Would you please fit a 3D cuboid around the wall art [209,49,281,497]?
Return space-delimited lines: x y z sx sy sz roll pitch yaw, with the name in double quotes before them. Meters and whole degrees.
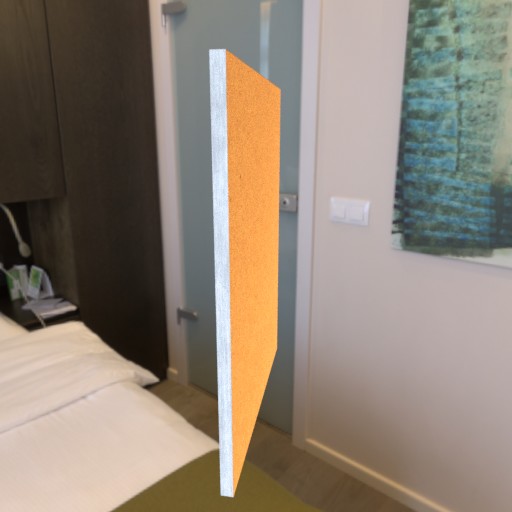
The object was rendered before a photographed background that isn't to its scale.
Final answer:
"wall art" 0.000 0.000 0.807 0.020 0.613 0.481 3 16 10
